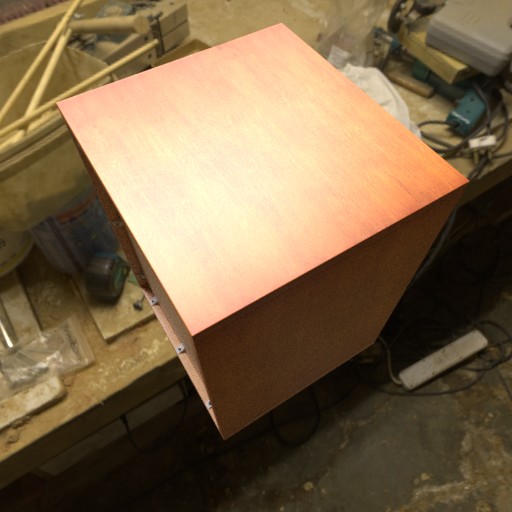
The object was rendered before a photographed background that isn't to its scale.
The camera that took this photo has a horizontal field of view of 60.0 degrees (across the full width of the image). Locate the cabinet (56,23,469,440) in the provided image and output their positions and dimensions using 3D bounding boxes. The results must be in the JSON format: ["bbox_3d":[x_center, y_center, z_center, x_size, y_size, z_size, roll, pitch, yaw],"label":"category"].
[{"bbox_3d":[0.000,0.000,0.823,0.401,0.579,0.409,-28,61,-17],"label":"cabinet"}]
